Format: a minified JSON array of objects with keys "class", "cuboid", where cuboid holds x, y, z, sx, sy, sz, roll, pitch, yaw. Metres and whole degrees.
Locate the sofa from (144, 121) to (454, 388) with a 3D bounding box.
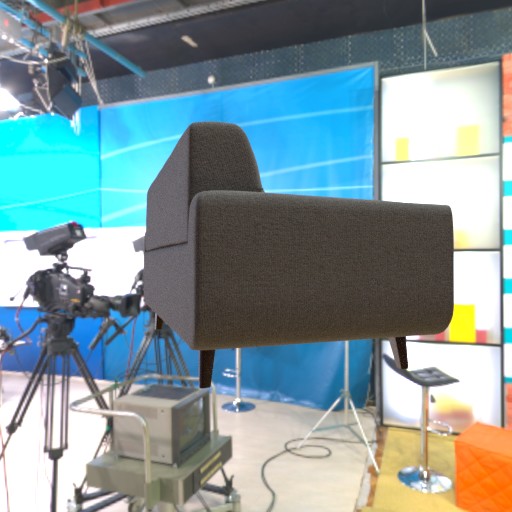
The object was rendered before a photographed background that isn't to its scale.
[{"class":"sofa","cuboid":[0.000,0.000,2.116,0.909,0.841,1.631,0,-1,-19]}]
